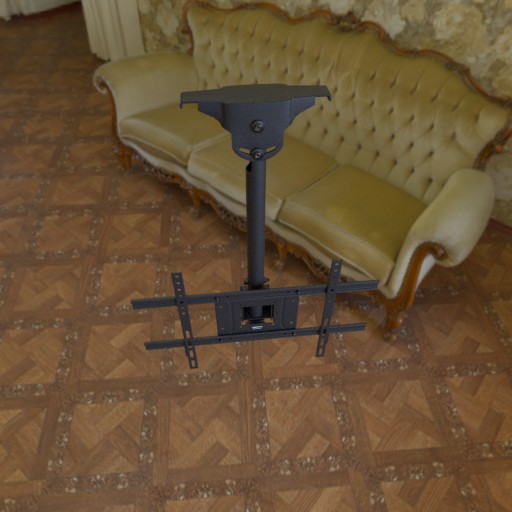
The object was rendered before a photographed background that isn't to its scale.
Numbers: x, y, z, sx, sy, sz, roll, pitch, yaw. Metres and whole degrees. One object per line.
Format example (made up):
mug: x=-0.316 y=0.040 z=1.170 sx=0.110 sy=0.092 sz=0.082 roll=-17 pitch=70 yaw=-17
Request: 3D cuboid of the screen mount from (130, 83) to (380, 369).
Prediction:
screen mount: x=0.000 y=0.000 z=1.023 sx=0.595 sy=0.775 sz=0.090 roll=-4 pitch=45 yaw=-4
